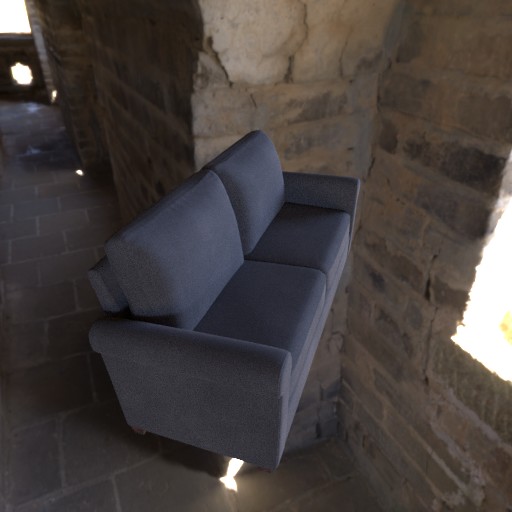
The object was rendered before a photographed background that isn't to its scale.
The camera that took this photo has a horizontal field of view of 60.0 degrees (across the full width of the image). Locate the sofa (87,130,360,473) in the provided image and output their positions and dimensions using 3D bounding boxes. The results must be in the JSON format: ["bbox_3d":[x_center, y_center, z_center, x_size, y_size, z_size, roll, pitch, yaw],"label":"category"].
[{"bbox_3d":[0.000,0.000,2.414,0.842,0.942,1.935,10,32,16],"label":"sofa"}]
